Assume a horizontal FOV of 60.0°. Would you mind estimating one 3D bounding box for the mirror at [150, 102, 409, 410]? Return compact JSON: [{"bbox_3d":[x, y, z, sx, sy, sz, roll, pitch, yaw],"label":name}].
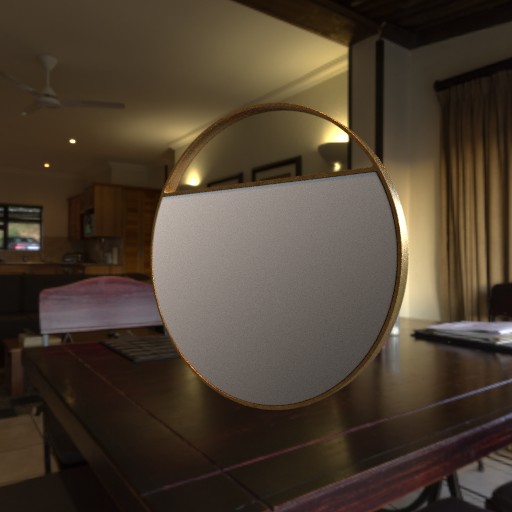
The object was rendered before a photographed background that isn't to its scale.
[{"bbox_3d":[0.000,0.000,0.844,0.565,0.565,0.032,0,0,36],"label":"mirror"}]
